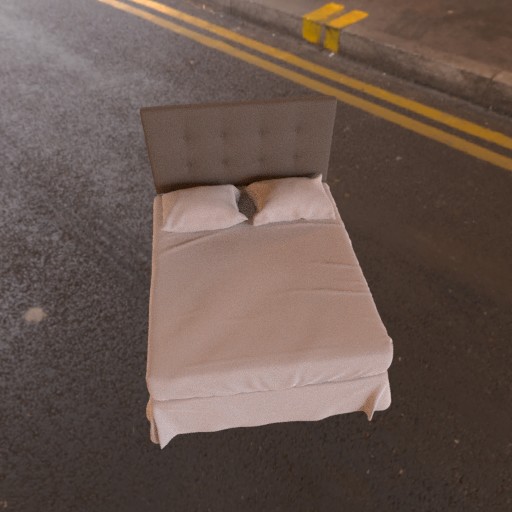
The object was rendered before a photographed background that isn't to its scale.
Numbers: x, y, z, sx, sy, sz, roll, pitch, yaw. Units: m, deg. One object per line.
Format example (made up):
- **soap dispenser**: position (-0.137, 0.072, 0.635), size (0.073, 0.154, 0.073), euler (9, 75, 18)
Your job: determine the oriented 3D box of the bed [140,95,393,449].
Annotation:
- **bed**: position (0.000, 0.000, 3.509), size (1.936, 1.577, 2.222), euler (-5, 47, -5)
